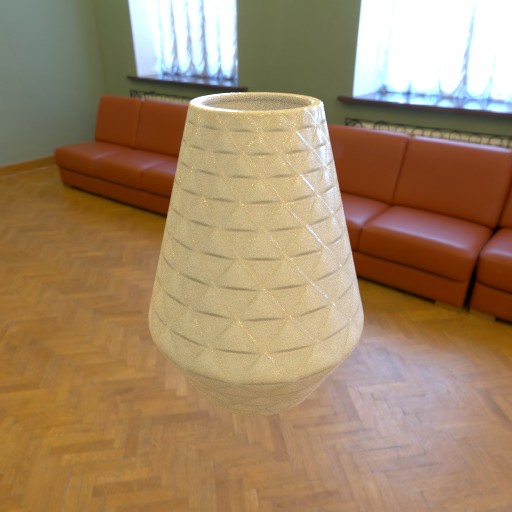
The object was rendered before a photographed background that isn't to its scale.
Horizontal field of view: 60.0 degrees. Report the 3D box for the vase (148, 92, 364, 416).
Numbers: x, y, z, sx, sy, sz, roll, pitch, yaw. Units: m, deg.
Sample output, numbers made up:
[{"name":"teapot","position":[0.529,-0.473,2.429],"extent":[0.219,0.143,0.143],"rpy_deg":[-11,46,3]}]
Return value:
[{"name":"vase","position":[0.000,0.000,0.345],"extent":[0.175,0.230,0.175],"rpy_deg":[0,27,0]}]
